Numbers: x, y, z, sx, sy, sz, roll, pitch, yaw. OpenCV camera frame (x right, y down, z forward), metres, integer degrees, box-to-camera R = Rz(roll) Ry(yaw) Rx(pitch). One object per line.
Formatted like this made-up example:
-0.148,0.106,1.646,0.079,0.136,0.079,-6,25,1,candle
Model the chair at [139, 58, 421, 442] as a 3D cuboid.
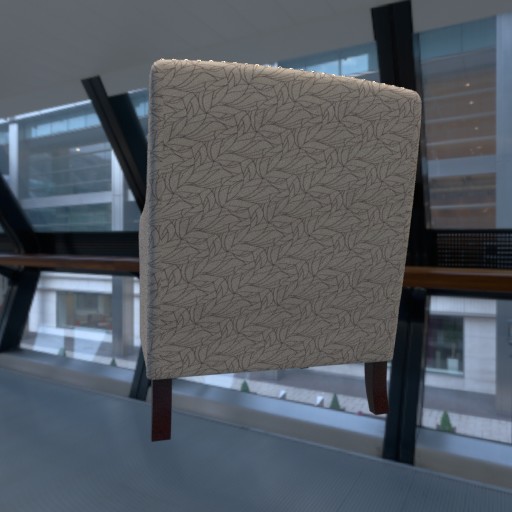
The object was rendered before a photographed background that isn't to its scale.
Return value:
0.000,0.000,1.254,0.623,0.816,0.651,0,0,-17,chair
